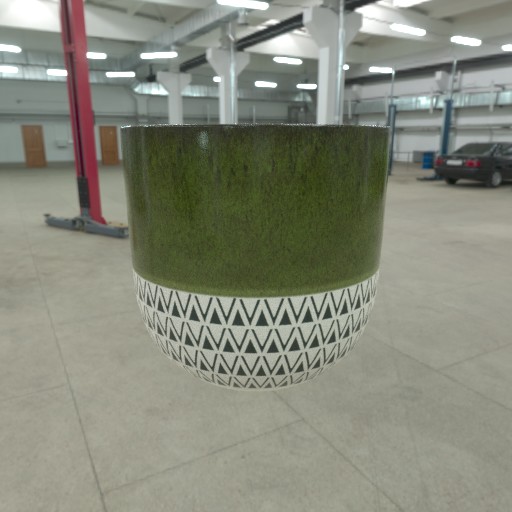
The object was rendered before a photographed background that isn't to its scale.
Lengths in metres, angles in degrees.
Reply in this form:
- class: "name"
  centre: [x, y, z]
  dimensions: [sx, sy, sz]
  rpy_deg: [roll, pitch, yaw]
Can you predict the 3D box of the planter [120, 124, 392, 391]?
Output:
- class: "planter"
  centre: [0.000, 0.000, 0.486]
  dimensions: [0.266, 0.270, 0.266]
  rpy_deg: [0, 15, 0]
